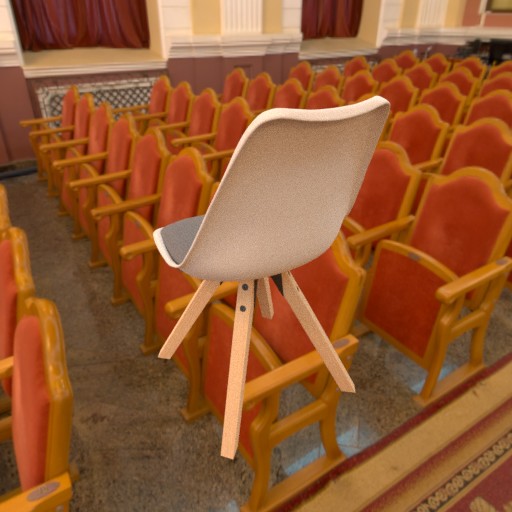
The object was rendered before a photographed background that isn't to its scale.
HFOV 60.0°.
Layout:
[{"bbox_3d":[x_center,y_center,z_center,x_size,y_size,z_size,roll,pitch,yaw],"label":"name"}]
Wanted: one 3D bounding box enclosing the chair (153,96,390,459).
[{"bbox_3d":[0.000,0.000,1.167,0.485,0.850,0.550,-17,33,-28],"label":"chair"}]
